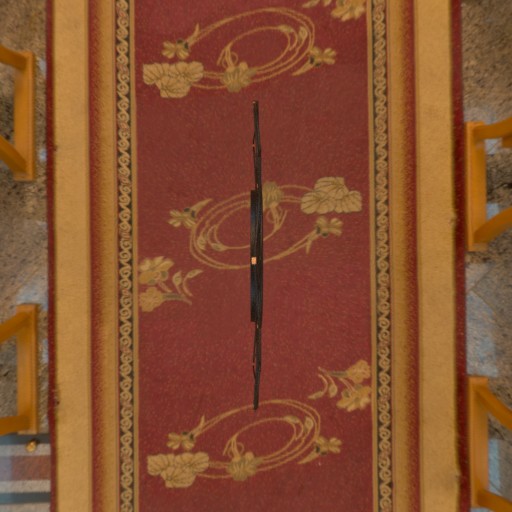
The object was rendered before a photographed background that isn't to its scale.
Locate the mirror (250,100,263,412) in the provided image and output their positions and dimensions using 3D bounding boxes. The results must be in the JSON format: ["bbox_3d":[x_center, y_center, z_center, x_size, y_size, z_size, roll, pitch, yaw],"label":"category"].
[{"bbox_3d":[0.000,0.000,1.155,0.028,0.775,0.797,0,91,-1],"label":"mirror"}]
